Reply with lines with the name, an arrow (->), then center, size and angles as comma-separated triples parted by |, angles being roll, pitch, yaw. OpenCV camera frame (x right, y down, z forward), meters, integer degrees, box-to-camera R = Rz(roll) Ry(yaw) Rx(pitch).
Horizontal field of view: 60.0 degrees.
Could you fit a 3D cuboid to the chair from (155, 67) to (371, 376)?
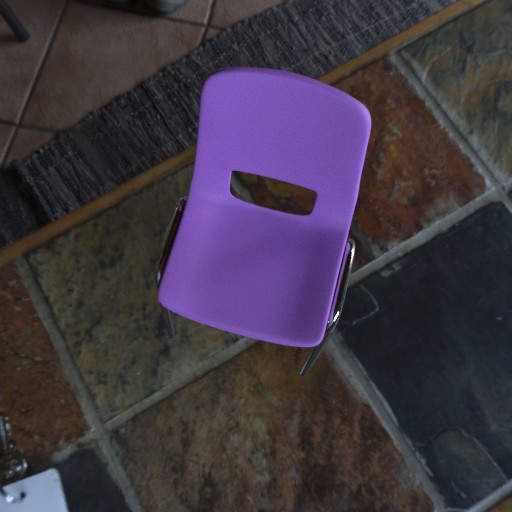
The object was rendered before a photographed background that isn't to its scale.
chair -> 0.000, 0.000, 0.680 | 0.291, 0.493, 0.301 | 15, 76, 4
